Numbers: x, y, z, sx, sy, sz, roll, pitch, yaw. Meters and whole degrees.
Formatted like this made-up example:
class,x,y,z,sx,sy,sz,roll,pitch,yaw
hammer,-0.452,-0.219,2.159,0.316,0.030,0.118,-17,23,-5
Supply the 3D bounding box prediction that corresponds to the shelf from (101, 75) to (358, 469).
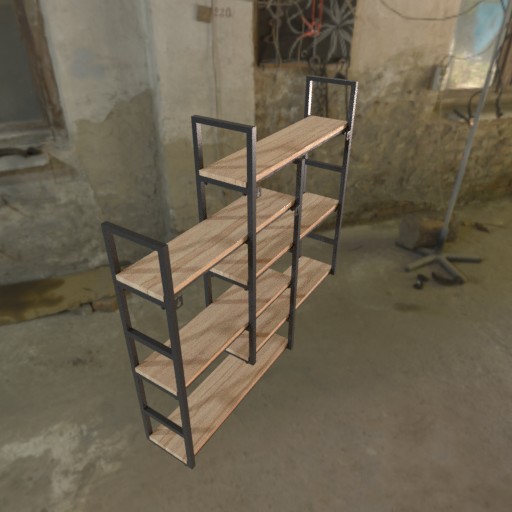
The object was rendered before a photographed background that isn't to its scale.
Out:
class,x,y,z,sx,sy,sz,roll,pitch,yaw
shelf,0.000,0.000,1.410,0.183,0.921,0.946,20,38,28
